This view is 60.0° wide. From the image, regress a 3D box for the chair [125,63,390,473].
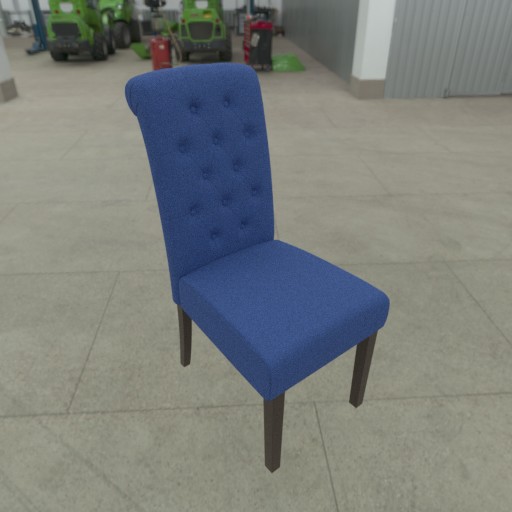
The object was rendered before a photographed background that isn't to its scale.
[{"bbox_3d":[0.000,0.000,1.334,0.456,1.006,0.671,-23,38,-32],"label":"chair"}]
